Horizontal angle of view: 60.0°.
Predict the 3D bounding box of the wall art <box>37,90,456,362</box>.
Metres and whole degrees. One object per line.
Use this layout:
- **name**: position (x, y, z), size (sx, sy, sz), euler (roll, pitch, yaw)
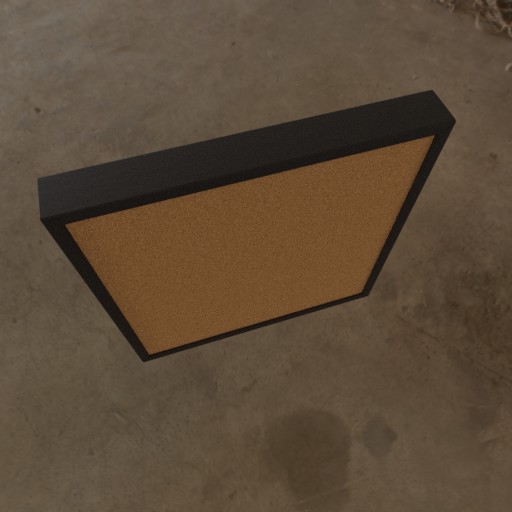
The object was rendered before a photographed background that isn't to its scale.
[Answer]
- **wall art**: position (0.000, 0.000, 0.449), size (0.305, 0.305, 0.037), euler (-15, 61, -9)
